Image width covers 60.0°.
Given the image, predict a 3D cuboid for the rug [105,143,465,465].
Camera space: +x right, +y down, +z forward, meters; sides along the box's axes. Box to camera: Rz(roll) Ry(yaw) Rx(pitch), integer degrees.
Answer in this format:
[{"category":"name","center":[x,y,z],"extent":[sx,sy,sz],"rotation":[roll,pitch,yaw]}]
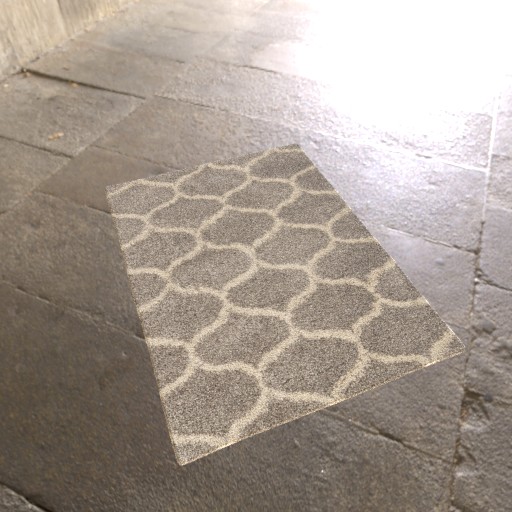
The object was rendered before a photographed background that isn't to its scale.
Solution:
[{"category":"rug","center":[0.000,0.000,2.143],"extent":[1.200,0.025,1.600],"rotation":[-16,49,-15]}]
